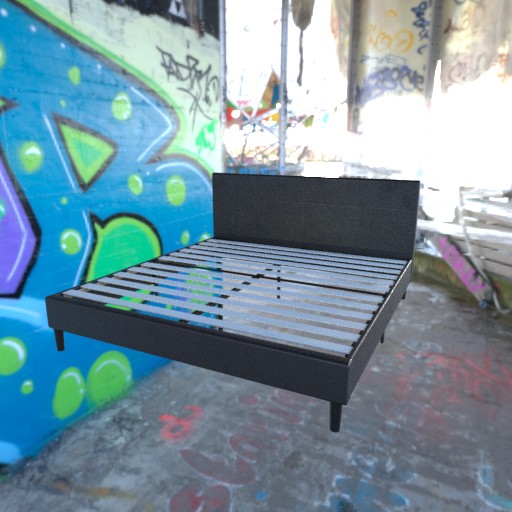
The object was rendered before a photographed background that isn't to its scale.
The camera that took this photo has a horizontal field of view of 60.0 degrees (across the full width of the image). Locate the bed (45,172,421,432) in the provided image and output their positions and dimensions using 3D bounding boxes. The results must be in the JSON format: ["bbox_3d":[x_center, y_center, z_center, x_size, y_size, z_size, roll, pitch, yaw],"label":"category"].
[{"bbox_3d":[0.000,0.000,3.347,2.018,1.046,2.152,7,16,26],"label":"bed"}]
